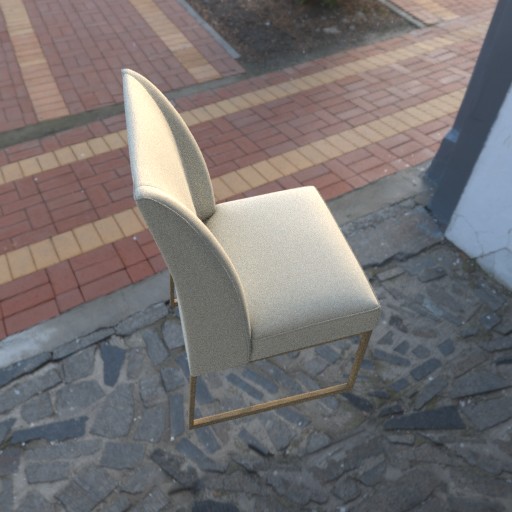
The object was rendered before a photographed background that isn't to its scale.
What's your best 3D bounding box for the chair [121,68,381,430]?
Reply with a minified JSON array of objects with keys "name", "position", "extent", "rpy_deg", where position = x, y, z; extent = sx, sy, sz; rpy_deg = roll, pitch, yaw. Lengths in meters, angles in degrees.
[{"name":"chair","position":[0.000,0.000,1.177],"extent":[0.522,0.863,0.508],"rpy_deg":[-10,48,-10]}]
